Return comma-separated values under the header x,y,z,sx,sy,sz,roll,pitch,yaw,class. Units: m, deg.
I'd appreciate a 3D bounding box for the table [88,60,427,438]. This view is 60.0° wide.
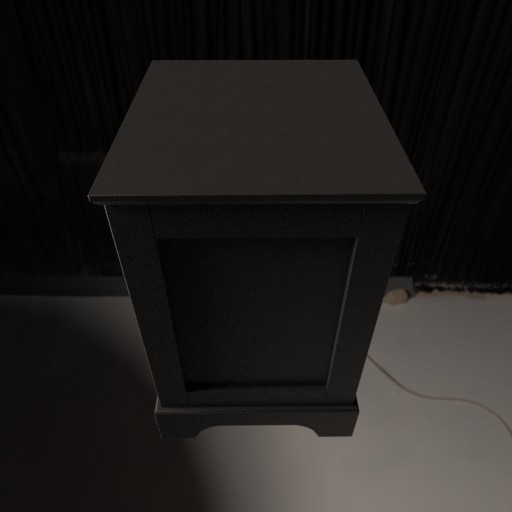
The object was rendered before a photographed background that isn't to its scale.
x,y,z,sx,sy,sz,roll,pitch,yaw,class
0.000,0.000,0.894,0.399,0.610,0.460,0,42,0,table
